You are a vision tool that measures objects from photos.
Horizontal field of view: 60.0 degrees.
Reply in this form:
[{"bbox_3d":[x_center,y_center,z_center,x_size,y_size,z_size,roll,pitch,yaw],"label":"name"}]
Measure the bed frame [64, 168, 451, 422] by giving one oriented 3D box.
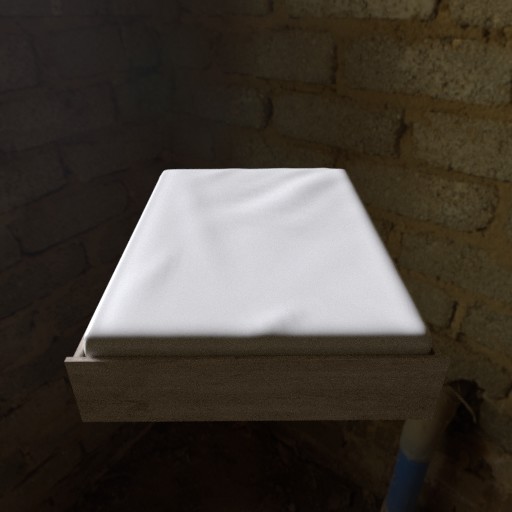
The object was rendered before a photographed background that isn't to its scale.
[{"bbox_3d":[0.000,0.000,2.605,1.490,0.462,1.950,0,31,0],"label":"bed frame"}]
